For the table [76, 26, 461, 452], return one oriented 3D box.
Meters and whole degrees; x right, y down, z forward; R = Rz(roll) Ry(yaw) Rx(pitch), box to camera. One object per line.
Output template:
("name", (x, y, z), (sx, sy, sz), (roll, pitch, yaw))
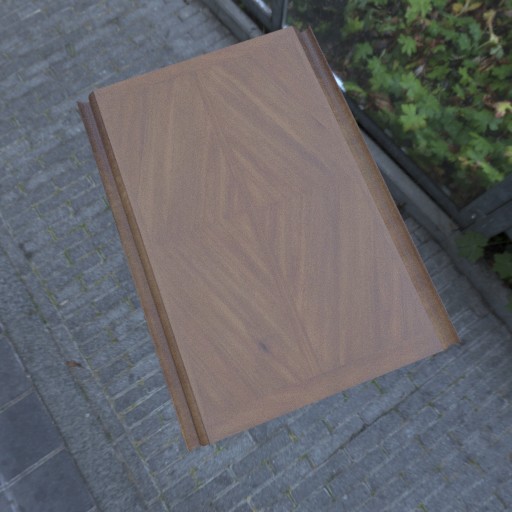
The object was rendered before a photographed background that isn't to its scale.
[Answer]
("table", (0.000, 0.000, 1.609), (0.701, 0.981, 0.967), (-20, 77, -5))
